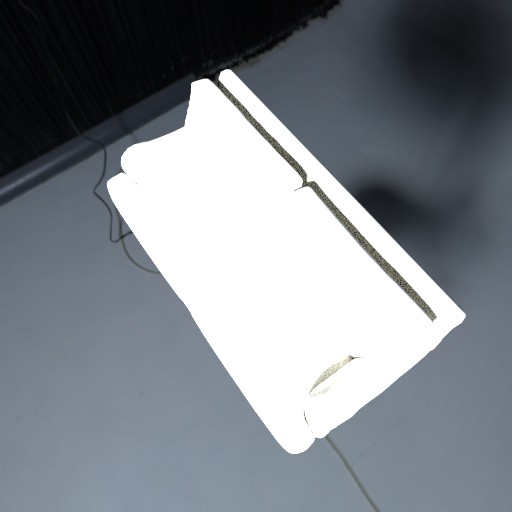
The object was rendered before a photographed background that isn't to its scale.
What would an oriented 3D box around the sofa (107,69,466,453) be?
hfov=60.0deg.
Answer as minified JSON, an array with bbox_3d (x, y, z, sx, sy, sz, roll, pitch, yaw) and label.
[{"bbox_3d":[0.000,0.000,2.812,1.086,1.087,2.159,-33,69,-14],"label":"sofa"}]
